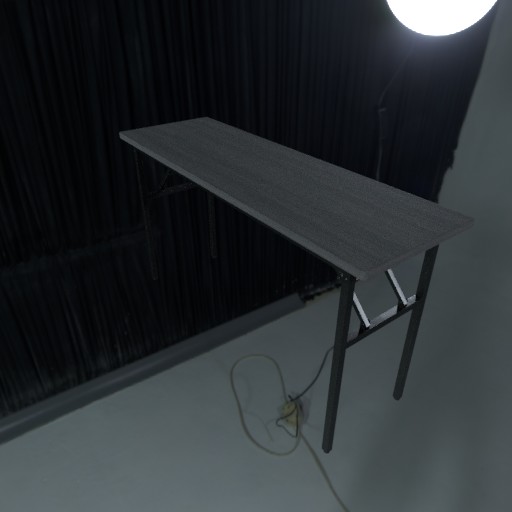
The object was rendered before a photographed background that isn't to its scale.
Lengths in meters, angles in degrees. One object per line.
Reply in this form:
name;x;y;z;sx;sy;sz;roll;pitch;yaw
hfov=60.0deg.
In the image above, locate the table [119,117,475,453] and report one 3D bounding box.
table;0.000;0.000;1.763;0.449;0.750;1.399;-21;37;-31
